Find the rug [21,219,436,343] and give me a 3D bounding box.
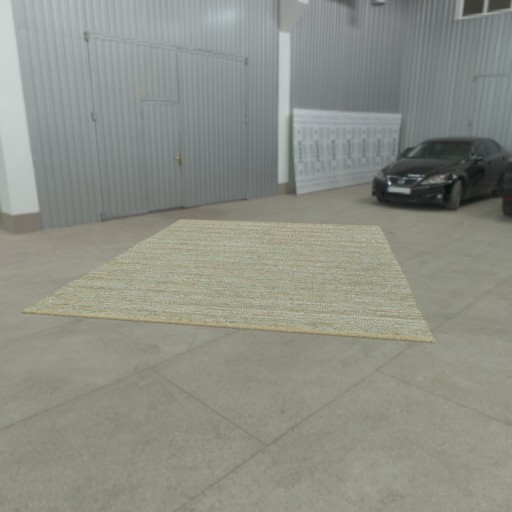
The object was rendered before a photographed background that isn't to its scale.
[{"bbox_3d":[0.000,0.000,3.996,2.471,0.012,3.034,3,16,9],"label":"rug"}]
